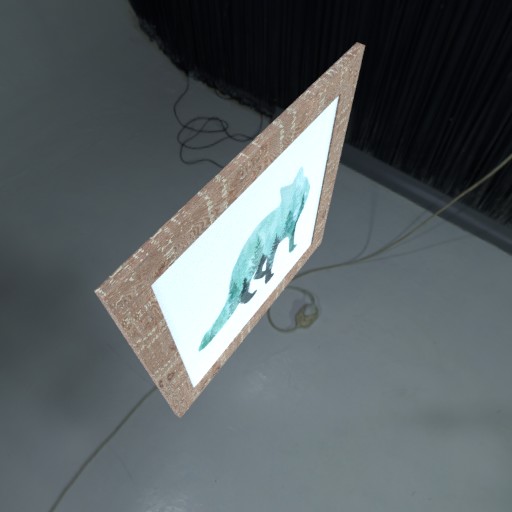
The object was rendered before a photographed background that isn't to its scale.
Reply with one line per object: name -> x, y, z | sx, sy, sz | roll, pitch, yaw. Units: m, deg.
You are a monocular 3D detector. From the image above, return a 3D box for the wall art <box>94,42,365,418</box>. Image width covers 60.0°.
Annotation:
wall art -> 0.000, 0.000, 0.566 | 0.012, 0.384, 0.384 | 32, 63, 19
